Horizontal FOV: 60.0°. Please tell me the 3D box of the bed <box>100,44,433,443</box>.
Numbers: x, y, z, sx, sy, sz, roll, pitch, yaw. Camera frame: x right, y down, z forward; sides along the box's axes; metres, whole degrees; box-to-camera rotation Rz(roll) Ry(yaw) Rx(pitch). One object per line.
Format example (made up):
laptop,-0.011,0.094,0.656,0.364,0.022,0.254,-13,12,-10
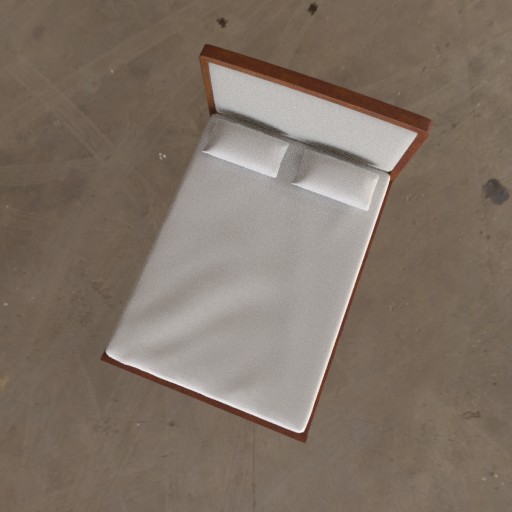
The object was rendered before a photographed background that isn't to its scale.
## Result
bed,0.000,0.000,3.239,1.587,1.275,2.196,21,78,5
